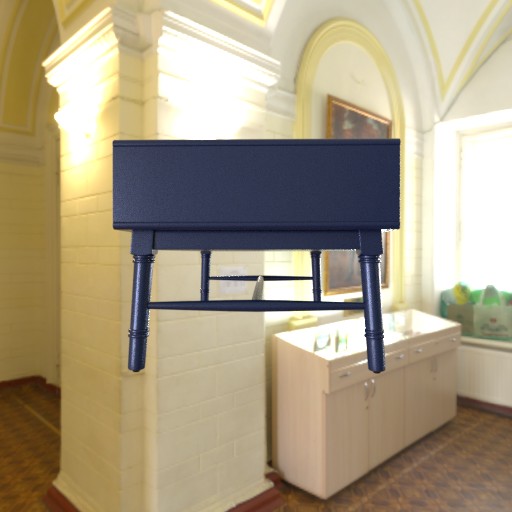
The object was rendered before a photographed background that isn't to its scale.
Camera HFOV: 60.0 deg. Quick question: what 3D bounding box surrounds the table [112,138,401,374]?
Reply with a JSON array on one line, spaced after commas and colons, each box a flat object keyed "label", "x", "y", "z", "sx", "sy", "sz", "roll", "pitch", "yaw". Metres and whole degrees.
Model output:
[{"label": "table", "x": 0.000, "y": 0.000, "z": 1.380, "sx": 0.572, "sy": 0.457, "sz": 1.067, "roll": 0, "pitch": 0, "yaw": 1}]
